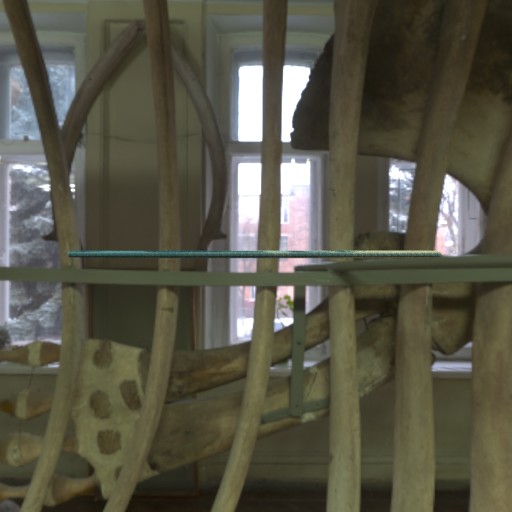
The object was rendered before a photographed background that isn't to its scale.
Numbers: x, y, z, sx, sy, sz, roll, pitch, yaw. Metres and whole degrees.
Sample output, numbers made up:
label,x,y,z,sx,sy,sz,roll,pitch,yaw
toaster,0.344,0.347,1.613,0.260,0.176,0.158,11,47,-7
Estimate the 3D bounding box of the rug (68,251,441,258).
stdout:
label,x,y,z,sx,sy,sz,roll,pitch,yaw
rug,0.000,0.000,2.998,1.540,0.027,2.450,0,0,0
